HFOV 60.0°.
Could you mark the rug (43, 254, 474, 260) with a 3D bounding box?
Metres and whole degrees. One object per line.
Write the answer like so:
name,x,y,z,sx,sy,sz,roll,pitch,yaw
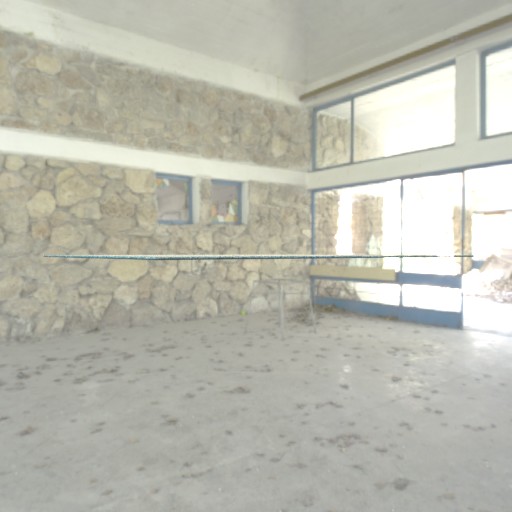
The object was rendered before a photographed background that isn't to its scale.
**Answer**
rug,0.000,0.000,4.006,3.050,0.016,2.441,0,0,-37
